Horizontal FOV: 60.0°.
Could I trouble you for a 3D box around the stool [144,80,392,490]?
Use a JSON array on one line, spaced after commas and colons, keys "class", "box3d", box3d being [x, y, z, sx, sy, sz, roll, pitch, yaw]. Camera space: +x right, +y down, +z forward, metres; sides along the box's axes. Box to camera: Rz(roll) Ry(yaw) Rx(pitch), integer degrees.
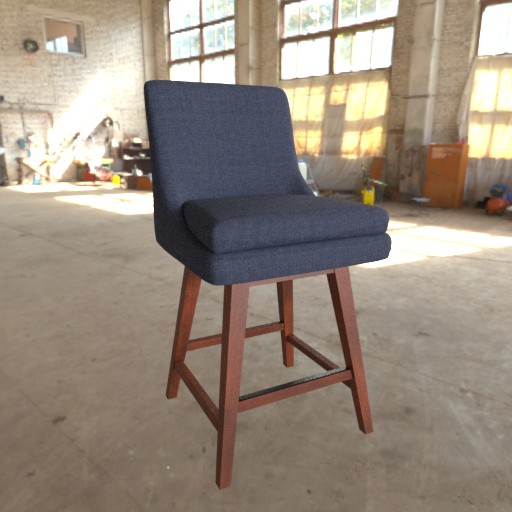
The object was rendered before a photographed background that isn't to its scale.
[{"class": "stool", "box3d": [0.000, 0.000, 1.158, 0.467, 0.895, 0.524, -7, 16, -26]}]
